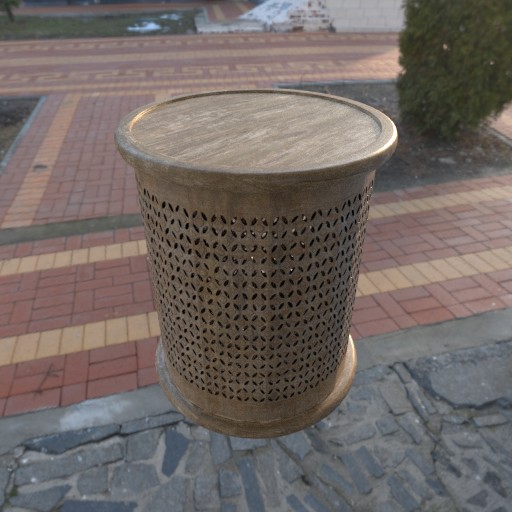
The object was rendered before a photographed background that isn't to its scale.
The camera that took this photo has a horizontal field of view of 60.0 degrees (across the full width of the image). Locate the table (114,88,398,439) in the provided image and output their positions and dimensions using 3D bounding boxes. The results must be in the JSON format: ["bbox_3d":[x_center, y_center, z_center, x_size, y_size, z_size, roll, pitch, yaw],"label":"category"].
[{"bbox_3d":[0.000,0.000,0.785,0.407,0.482,0.407,0,34,0],"label":"table"}]
